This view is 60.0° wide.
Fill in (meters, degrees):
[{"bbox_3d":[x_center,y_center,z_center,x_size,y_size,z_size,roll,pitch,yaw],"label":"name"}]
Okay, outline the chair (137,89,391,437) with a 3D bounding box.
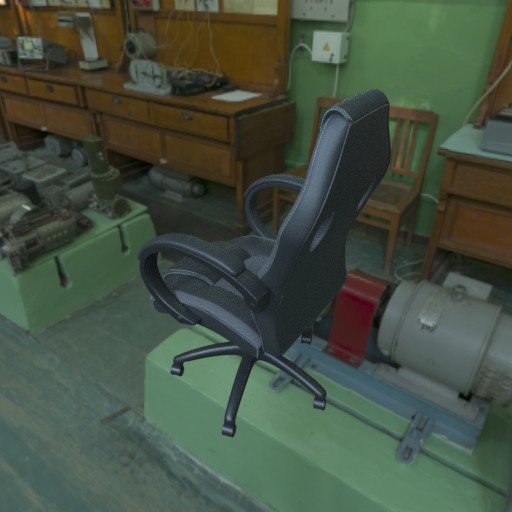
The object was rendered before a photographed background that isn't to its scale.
[{"bbox_3d":[0.000,0.000,1.598,0.724,1.187,0.673,20,37,29],"label":"chair"}]
